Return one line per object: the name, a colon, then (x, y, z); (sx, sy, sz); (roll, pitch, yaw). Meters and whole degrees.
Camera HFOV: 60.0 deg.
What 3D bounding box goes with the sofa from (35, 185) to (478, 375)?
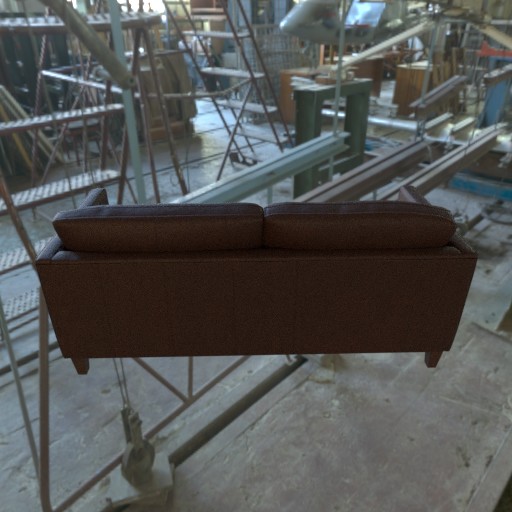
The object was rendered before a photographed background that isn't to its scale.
sofa: (0.000, 0.000, 2.443); (1.971, 0.863, 0.923); (-1, 29, -1)
